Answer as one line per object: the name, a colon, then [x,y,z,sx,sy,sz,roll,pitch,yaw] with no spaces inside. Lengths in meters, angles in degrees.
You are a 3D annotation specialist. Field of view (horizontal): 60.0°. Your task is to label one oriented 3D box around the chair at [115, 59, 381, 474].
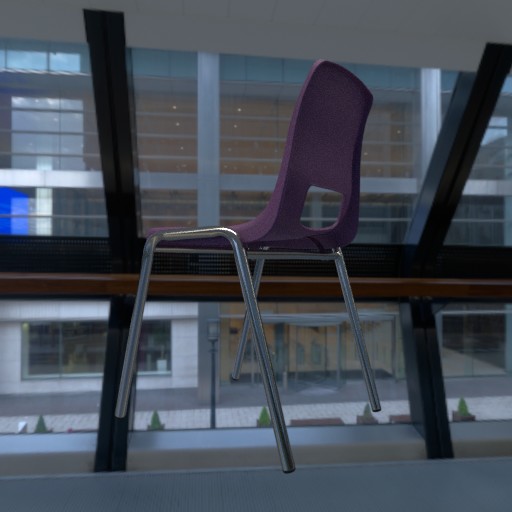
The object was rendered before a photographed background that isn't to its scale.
chair: [0.000,0.000,0.914,0.432,0.654,0.381,-1,-1,37]
